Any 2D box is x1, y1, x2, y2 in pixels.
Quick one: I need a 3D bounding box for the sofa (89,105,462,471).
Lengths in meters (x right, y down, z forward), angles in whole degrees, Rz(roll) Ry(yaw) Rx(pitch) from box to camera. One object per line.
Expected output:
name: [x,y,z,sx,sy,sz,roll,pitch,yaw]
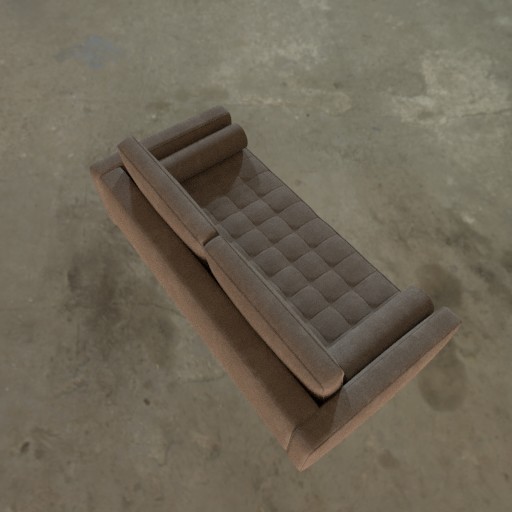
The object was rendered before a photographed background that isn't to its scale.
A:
sofa: [0.000,0.000,2.326,0.920,0.769,1.883,-33,62,-20]
